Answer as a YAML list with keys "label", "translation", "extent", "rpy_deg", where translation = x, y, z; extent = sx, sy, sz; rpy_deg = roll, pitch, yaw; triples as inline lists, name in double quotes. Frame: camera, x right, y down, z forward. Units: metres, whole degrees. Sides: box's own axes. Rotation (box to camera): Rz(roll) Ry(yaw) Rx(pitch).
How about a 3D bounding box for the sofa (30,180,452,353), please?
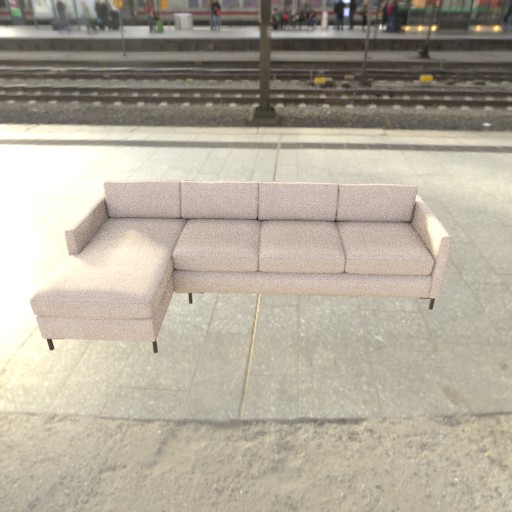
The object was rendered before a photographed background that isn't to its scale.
- label: "sofa"
  translation: [0.000, 0.000, 3.467]
  extent: [2.923, 0.816, 1.469]
  rpy_deg: [1, 29, 2]
